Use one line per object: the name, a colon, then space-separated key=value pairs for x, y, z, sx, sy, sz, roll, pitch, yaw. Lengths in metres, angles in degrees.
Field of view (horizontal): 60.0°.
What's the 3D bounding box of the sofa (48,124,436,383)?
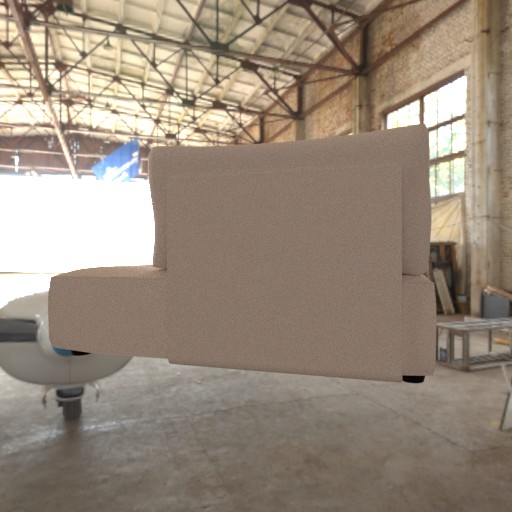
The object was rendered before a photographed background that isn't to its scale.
sofa: x=0.000 y=0.000 z=2.019 sx=1.450 sy=0.820 sz=1.000 roll=0 pitch=0 yaw=18
